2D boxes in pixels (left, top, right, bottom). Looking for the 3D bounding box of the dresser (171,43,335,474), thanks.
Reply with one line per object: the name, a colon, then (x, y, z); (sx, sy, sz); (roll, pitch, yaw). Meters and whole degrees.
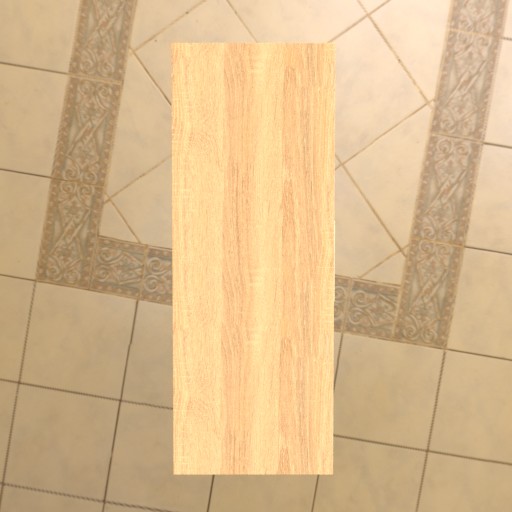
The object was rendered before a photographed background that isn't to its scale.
dresser: (0.000, 0.000, 1.455); (0.380, 0.900, 0.980); (0, 92, 0)
